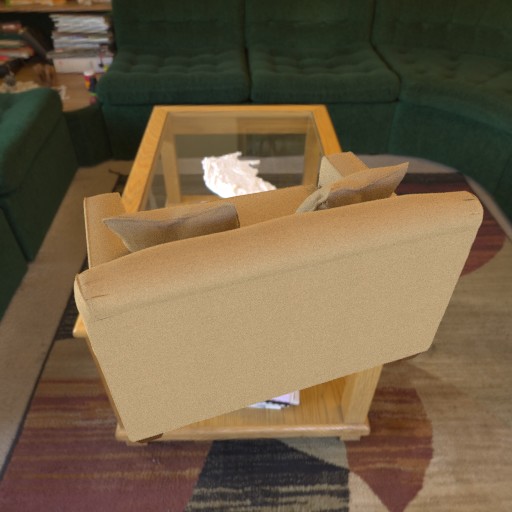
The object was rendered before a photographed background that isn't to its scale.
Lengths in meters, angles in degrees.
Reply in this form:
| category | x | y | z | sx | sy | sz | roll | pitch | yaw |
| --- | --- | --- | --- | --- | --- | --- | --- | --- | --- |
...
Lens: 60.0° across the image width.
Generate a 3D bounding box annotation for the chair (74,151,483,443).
| category | x | y | z | sx | sy | sz | roll | pitch | yaw |
| --- | --- | --- | --- | --- | --- | --- | --- | --- | --- |
| chair | 0.000 | 0.000 | 1.982 | 1.383 | 0.948 | 1.000 | -13 | 43 | -14 |
